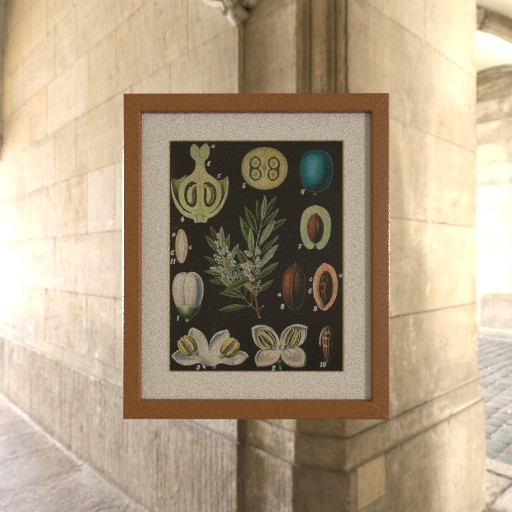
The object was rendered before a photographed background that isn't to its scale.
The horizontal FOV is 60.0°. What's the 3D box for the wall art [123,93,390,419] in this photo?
[{"bbox_3d":[0.000,0.000,0.756,0.449,0.550,0.021,0,0,0],"label":"wall art"}]
